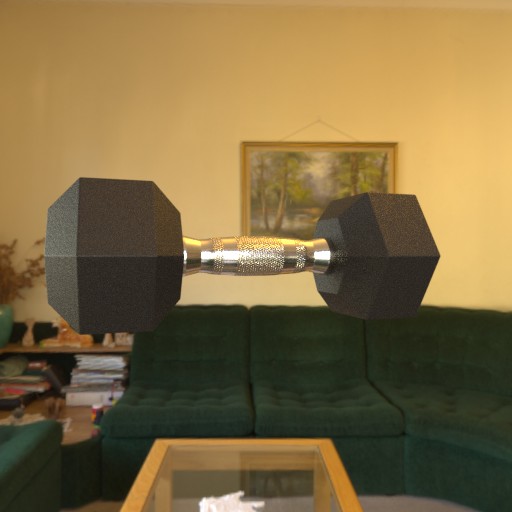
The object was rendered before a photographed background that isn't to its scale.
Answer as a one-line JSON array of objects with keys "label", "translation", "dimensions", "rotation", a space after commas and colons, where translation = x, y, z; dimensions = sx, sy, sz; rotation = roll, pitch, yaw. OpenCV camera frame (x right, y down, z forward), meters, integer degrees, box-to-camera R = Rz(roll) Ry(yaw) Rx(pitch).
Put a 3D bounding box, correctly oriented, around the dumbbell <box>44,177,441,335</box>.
[{"label": "dumbbell", "translation": [0.000, 0.000, 0.351], "dimensions": [0.297, 0.101, 0.116], "rotation": [0, 0, -18]}]
